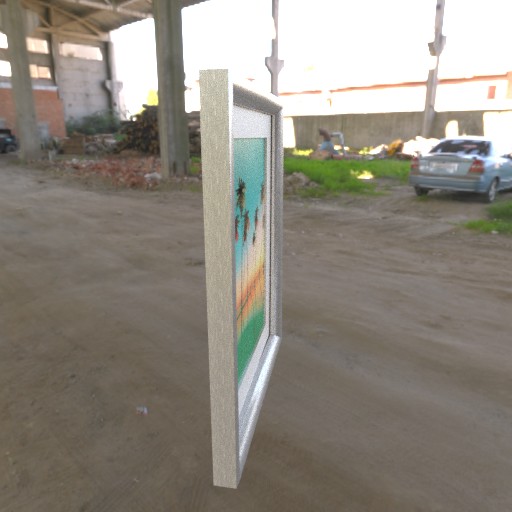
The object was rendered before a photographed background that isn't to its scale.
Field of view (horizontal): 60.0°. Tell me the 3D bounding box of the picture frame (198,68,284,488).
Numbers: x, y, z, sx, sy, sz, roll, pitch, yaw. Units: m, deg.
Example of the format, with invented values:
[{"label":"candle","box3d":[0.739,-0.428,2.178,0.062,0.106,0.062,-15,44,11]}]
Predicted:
[{"label":"picture frame","box3d":[0.000,0.000,0.536,0.027,0.378,0.327,3,15,10]}]
